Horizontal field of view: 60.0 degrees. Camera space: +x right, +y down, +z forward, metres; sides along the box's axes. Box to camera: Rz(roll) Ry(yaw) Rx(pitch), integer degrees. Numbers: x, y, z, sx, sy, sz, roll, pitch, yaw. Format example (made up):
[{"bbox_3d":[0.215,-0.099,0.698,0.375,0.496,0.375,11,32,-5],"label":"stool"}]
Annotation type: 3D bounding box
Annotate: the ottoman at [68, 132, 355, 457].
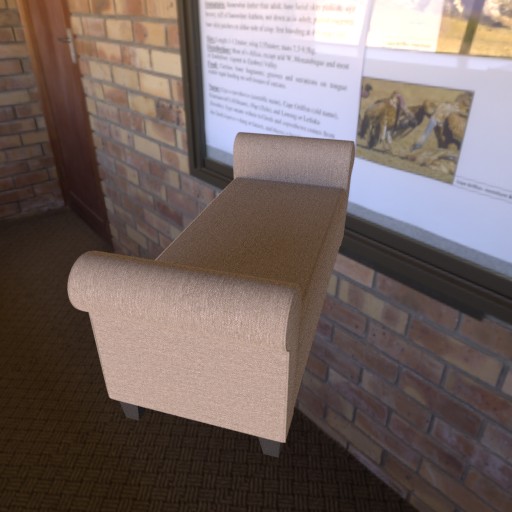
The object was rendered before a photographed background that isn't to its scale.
[{"bbox_3d":[0.000,0.000,1.552,0.521,0.547,1.256,9,31,14],"label":"ottoman"}]
